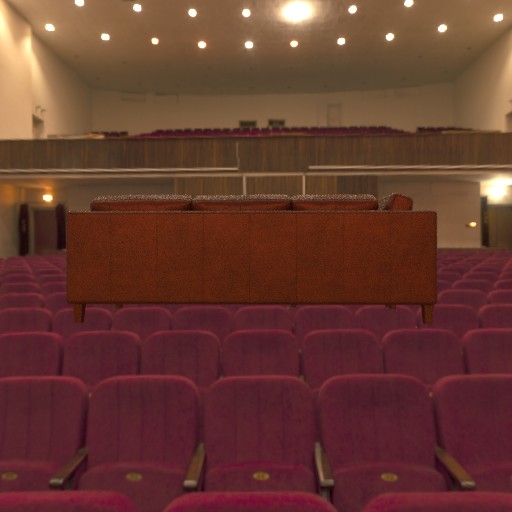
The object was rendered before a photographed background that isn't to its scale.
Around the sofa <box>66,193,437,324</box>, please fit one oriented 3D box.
[{"bbox_3d":[0.000,0.000,4.565,2.452,0.891,3.324,0,0,1],"label":"sofa"}]
